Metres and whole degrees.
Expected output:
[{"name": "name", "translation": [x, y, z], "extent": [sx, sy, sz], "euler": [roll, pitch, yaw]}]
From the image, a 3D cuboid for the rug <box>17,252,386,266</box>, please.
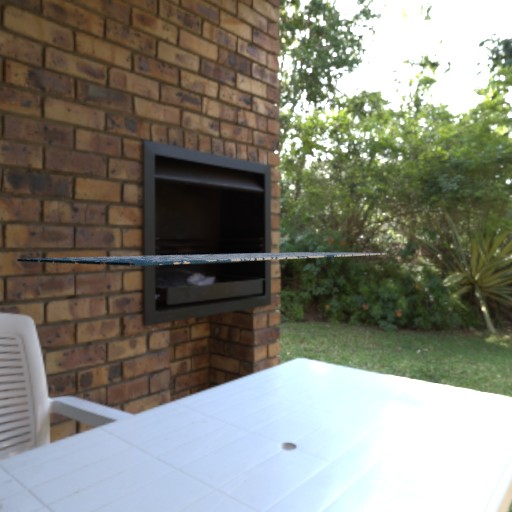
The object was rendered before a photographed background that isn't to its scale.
[{"name": "rug", "translation": [0.000, 0.000, 2.646], "extent": [0.750, 0.011, 2.435], "euler": [1, 2, 35]}]
